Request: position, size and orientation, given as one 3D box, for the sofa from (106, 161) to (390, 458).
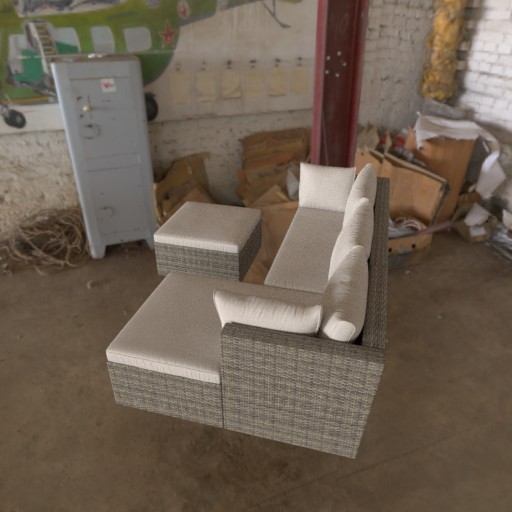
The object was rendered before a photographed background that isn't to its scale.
[{"bbox_3d":[0.000,0.000,2.981,1.662,0.766,2.192,8,31,13],"label":"sofa"}]
